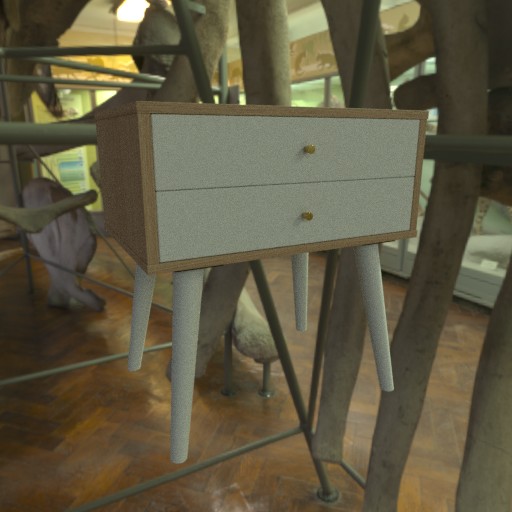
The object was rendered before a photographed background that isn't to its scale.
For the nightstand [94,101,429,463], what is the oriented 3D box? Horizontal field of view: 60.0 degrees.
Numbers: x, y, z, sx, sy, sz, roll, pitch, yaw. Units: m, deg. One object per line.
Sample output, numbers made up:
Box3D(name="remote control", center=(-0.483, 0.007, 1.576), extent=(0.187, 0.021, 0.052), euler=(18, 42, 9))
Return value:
Box3D(name="nightstand", center=(0.000, 0.000, 0.984), extent=(0.571, 0.610, 0.407), euler=(-8, 17, -26))
